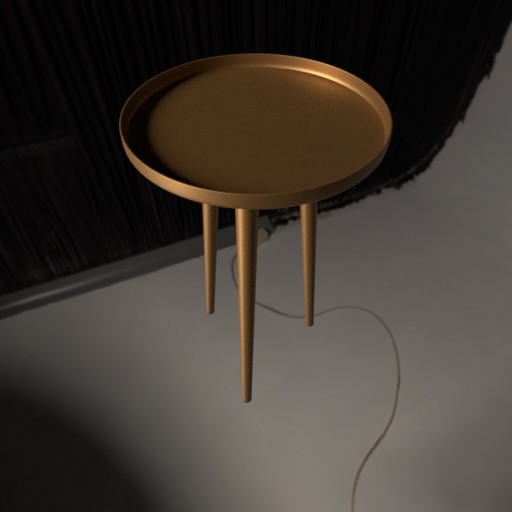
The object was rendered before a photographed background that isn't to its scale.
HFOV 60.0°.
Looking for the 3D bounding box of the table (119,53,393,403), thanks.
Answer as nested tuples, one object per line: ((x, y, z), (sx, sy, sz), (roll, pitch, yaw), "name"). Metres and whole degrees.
((0.000, 0.000, 0.670), (0.299, 0.480, 0.299), (-19, 50, -17), "table")
